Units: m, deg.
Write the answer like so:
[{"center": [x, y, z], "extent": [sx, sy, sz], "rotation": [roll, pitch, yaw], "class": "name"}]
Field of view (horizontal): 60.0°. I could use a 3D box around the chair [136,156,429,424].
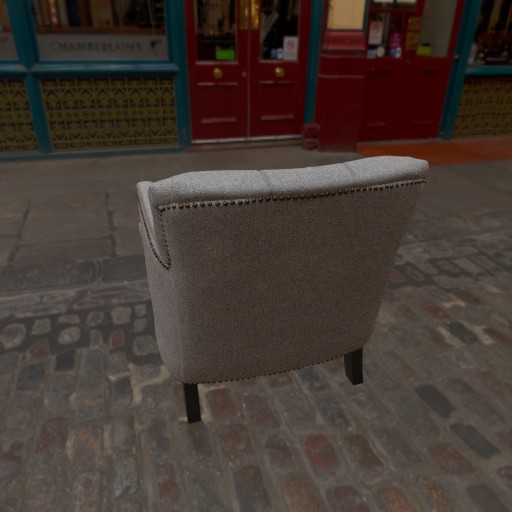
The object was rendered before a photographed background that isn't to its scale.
[{"center": [0.000, 0.000, 1.532], "extent": [0.737, 0.823, 0.902], "rotation": [-8, 28, -15], "class": "chair"}]
